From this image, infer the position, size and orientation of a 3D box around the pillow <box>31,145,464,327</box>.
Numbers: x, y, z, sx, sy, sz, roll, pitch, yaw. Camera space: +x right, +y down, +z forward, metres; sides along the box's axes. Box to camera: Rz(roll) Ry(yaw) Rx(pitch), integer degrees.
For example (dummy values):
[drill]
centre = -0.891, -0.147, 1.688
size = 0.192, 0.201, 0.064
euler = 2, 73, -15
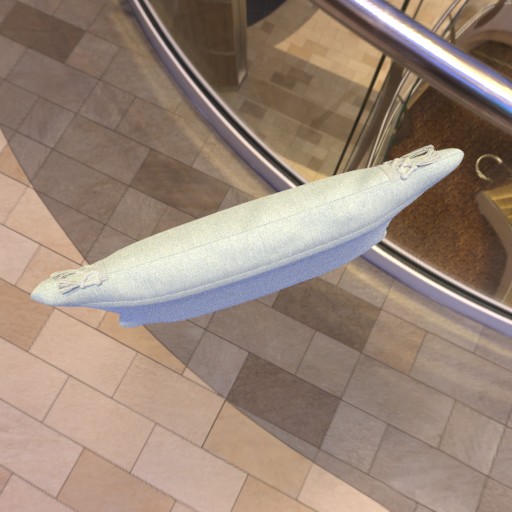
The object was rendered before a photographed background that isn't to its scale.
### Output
[pillow]
centre = 0.000, 0.000, 0.588
size = 0.466, 0.305, 0.084
euler = -19, 77, -5
